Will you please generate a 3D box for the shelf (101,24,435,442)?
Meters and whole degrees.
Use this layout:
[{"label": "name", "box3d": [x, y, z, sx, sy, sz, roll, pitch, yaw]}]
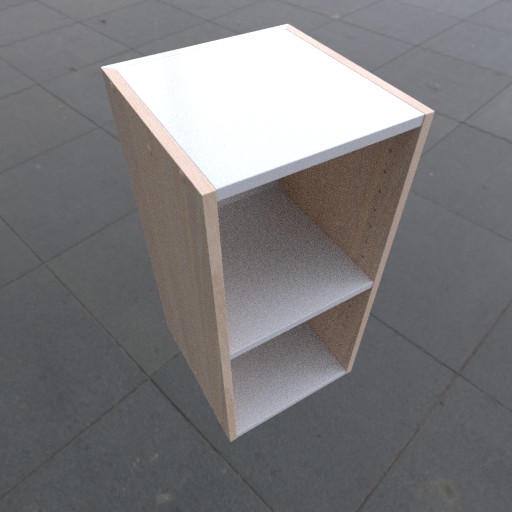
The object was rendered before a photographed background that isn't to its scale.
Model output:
[{"label": "shelf", "box3d": [0.000, 0.000, 0.748, 0.290, 0.594, 0.297, -23, 52, -20]}]
